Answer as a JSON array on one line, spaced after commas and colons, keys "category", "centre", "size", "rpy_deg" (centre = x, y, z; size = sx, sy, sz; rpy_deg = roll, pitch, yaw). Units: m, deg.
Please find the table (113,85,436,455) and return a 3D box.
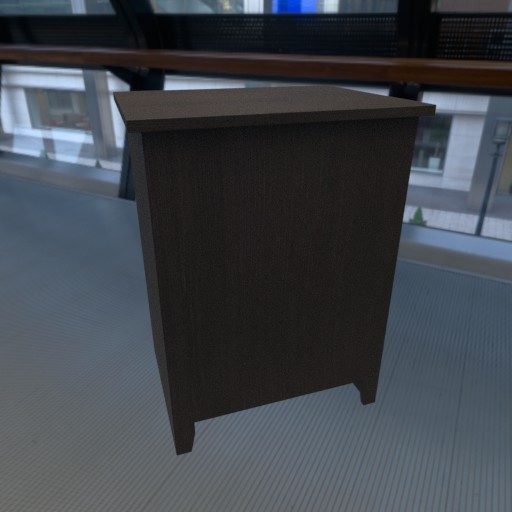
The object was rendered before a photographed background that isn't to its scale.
[{"category": "table", "centre": [0.000, 0.000, 0.938], "size": [0.480, 0.635, 0.381], "rpy_deg": [-8, 27, -17]}]
